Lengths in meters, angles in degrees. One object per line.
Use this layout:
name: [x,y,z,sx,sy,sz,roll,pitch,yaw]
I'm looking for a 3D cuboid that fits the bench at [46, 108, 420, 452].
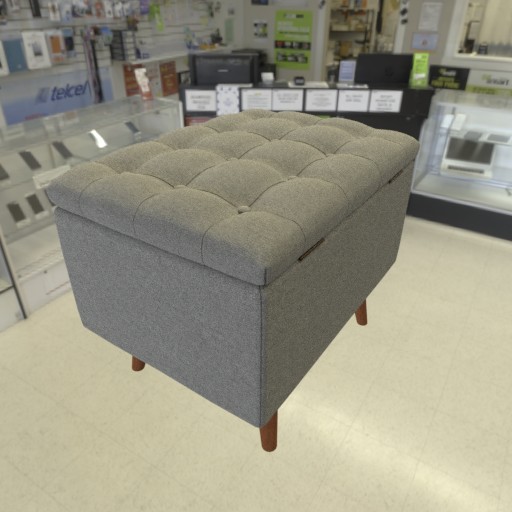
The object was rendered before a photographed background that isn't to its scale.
bench: [0.000,0.000,0.886,0.417,0.469,0.572,20,36,29]
